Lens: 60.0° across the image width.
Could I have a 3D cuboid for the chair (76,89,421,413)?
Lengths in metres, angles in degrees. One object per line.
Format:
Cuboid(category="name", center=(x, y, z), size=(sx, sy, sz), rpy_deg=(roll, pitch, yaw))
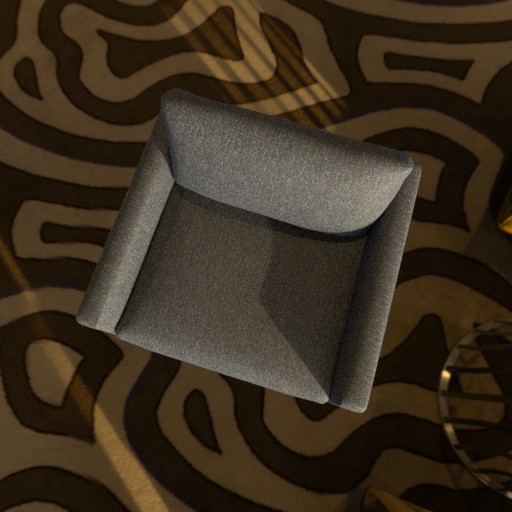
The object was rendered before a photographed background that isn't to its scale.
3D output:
Cuboid(category="chair", center=(0.000, 0.000, 1.627), size=(0.963, 0.861, 0.866), rpy_deg=(17, 76, 4))
